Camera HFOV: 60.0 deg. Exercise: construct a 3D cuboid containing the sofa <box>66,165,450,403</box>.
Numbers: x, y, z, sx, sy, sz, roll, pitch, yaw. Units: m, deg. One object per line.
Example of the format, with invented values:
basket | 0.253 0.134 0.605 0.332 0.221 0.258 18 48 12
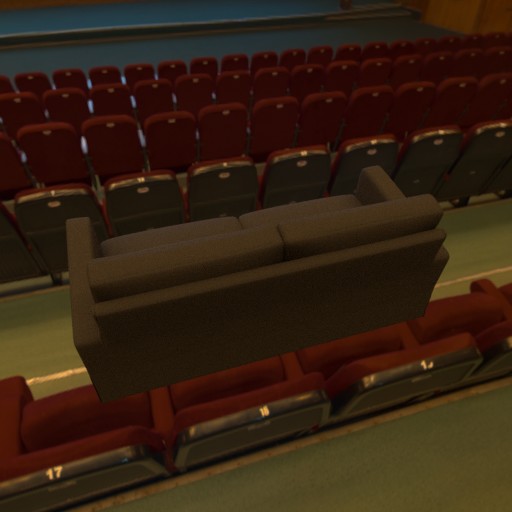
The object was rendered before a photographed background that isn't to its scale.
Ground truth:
sofa | 0.000 0.000 2.391 1.852 0.839 0.898 -12 42 -13
